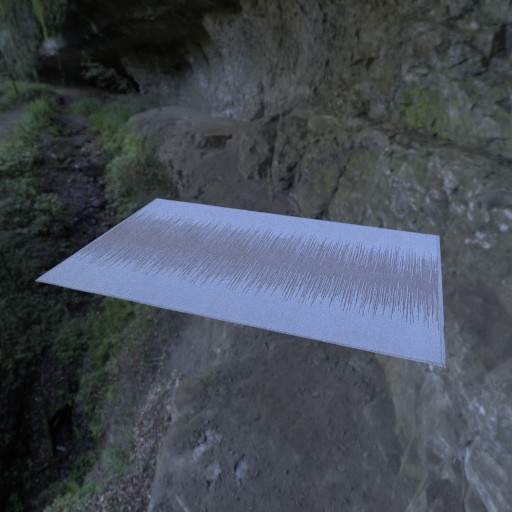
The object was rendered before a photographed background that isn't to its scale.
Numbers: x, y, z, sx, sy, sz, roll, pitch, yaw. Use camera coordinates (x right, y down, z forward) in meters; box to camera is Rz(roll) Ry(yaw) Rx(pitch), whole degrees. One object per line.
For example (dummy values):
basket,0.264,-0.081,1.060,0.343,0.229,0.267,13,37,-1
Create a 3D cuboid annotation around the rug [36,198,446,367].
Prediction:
rug,0.000,0.000,3.093,2.440,0.012,1.522,9,30,16
